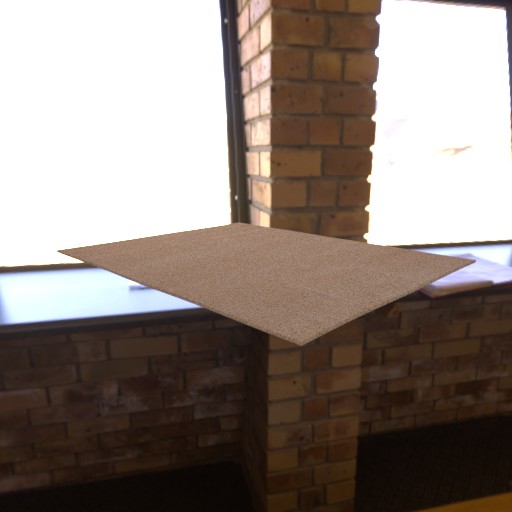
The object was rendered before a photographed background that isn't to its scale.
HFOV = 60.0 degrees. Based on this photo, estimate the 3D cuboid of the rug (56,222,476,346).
[{"bbox_3d":[0.000,0.000,4.043,3.000,0.025,2.400,13,18,43],"label":"rug"}]
